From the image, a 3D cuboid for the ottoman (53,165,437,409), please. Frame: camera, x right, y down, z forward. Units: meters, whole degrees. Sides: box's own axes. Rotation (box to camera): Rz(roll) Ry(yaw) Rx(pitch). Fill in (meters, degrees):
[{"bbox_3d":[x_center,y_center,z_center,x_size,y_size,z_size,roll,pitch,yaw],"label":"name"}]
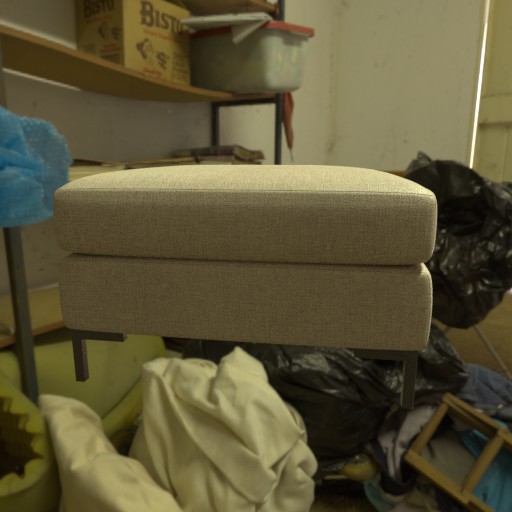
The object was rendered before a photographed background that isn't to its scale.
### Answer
[{"bbox_3d":[0.000,0.000,1.226,0.820,0.490,0.671,2,13,9],"label":"ottoman"}]
